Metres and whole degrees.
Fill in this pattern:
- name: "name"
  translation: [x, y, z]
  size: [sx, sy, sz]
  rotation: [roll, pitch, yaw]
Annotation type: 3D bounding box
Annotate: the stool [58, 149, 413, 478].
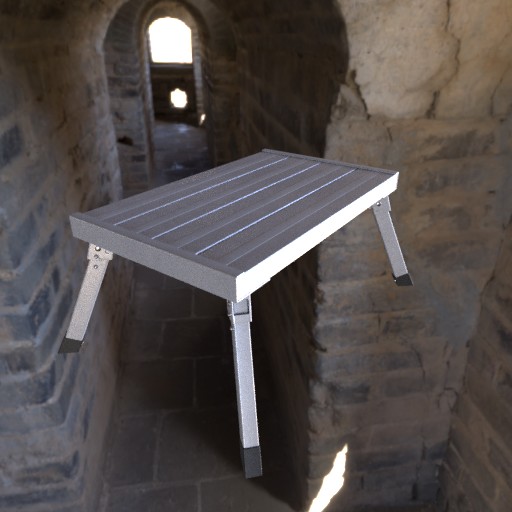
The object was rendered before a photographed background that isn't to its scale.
- name: "stool"
  translation: [0.000, 0.000, 0.727]
  size: [0.385, 0.225, 0.535]
  rotation: [18, 32, 32]
